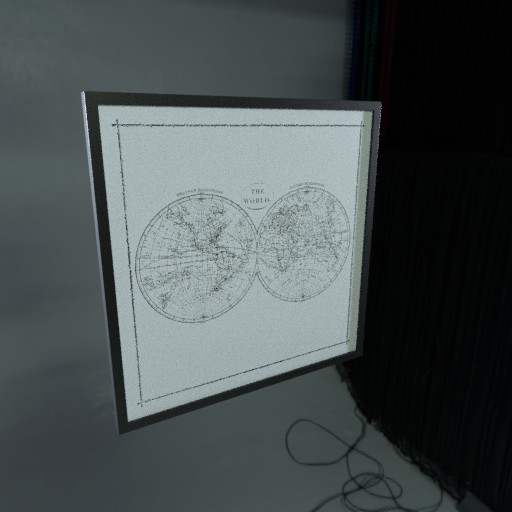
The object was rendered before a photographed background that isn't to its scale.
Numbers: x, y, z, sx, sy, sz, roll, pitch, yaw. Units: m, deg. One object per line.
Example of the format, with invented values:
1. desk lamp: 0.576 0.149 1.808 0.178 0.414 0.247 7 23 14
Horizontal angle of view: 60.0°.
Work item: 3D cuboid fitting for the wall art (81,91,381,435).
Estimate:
1. wall art: 0.000 0.000 1.150 0.773 0.775 0.031 -9 19 -28
